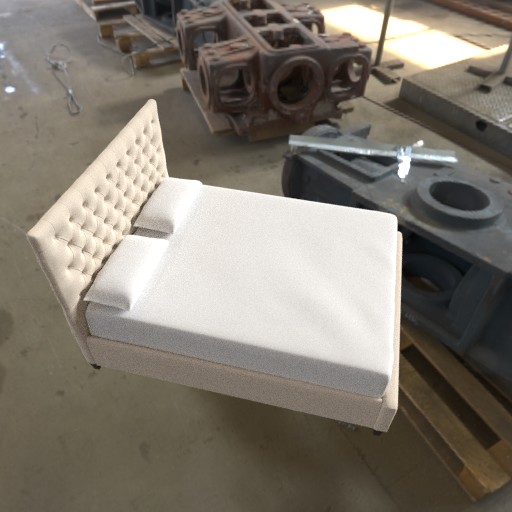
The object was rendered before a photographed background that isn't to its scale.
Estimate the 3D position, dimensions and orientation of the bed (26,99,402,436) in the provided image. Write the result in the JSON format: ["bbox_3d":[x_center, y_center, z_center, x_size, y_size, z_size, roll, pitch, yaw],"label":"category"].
[{"bbox_3d":[0.000,0.000,3.305,2.233,1.426,1.696,10,46,10],"label":"bed"}]
